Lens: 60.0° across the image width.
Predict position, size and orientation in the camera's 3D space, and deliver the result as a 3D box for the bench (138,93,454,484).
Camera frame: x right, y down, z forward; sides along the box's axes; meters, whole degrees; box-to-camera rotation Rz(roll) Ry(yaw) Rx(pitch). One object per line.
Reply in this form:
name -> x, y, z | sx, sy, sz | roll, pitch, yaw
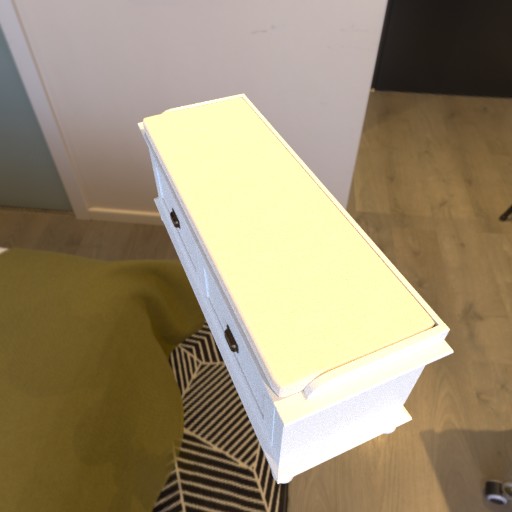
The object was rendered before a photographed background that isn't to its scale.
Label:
bench -> 0.000, 0.000, 1.401 | 0.402, 0.486, 1.185 | -18, 49, -16
